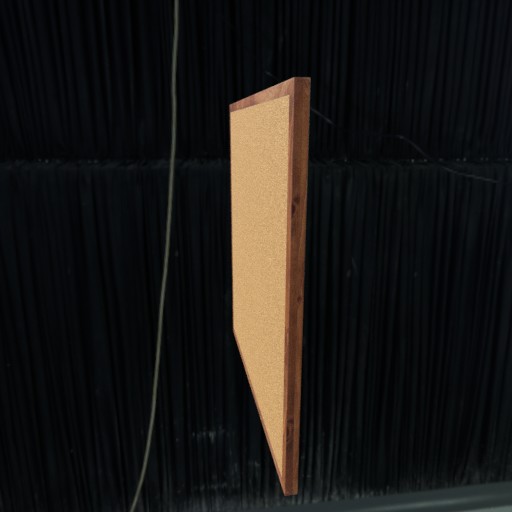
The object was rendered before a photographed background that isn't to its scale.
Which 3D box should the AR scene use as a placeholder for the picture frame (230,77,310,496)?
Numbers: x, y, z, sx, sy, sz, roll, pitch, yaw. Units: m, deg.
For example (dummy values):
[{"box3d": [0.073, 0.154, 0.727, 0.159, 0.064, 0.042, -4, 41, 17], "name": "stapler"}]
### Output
[{"box3d": [0.000, 0.000, 1.199, 0.029, 0.817, 0.810, -3, 16, -10], "name": "picture frame"}]
